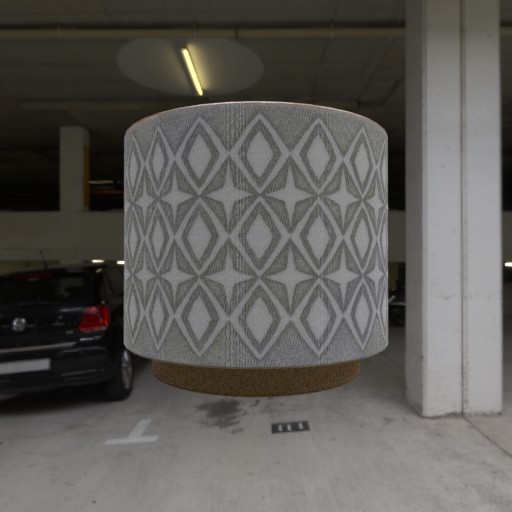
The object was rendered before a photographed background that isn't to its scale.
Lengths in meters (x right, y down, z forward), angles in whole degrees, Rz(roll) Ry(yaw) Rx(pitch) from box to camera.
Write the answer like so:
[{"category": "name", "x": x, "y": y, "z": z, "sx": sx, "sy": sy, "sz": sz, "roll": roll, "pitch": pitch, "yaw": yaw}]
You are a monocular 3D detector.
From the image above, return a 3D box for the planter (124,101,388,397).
[{"category": "planter", "x": 0.000, "y": 0.000, "z": 0.446, "sx": 0.255, "sy": 0.223, "sz": 0.255, "roll": 0, "pitch": 0, "yaw": 0}]
